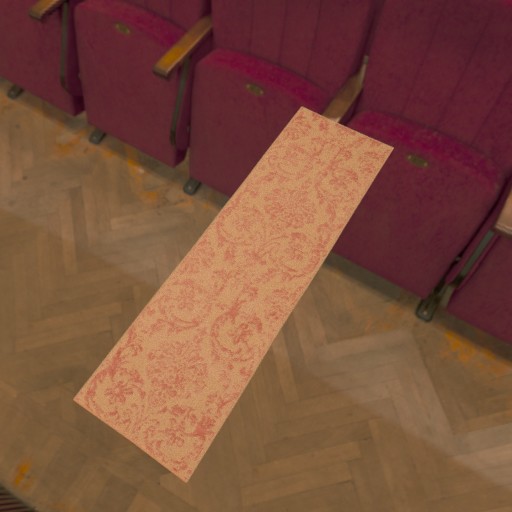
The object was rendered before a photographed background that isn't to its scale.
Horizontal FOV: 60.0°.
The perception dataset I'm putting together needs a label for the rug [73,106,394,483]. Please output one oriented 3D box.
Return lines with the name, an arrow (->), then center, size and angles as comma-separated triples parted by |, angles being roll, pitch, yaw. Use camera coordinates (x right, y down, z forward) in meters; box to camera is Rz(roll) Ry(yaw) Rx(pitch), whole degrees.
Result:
rug -> 0.000, 0.000, 2.425 | 0.662, 0.011, 2.196 | 29, 67, 14
